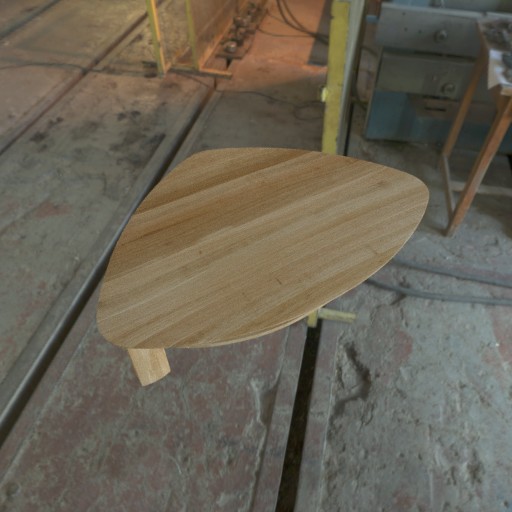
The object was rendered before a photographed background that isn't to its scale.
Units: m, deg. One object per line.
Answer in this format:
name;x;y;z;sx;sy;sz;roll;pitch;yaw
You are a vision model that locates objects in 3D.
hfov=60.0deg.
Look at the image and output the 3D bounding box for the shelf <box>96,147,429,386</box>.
shelf;0.000;0.000;1.699;1.240;0.439;0.863;-25;52;-21
